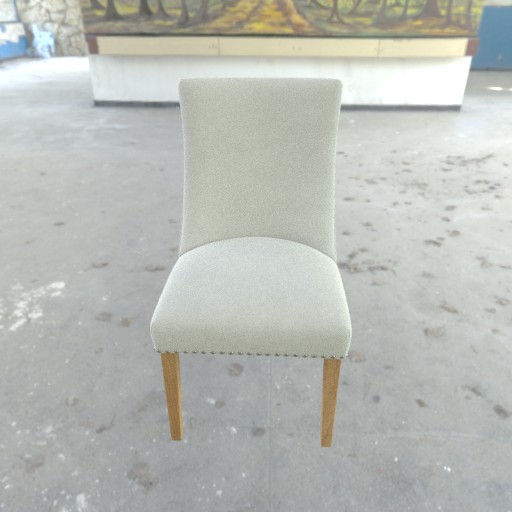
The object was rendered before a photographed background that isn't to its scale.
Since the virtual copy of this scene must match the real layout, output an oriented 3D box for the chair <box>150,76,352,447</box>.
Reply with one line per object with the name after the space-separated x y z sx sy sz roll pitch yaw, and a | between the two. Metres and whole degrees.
0.000 0.000 1.283 0.495 0.902 0.610 1 29 3 | chair
